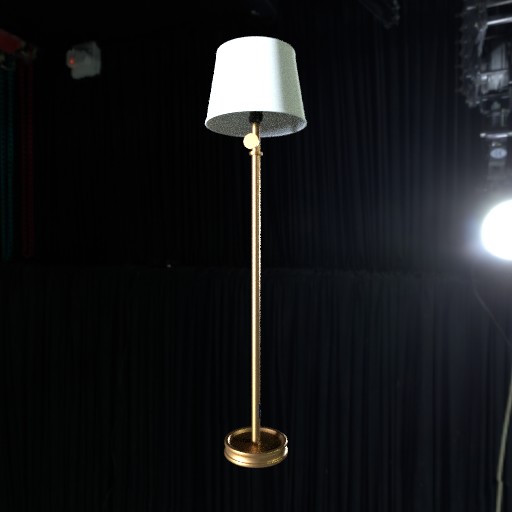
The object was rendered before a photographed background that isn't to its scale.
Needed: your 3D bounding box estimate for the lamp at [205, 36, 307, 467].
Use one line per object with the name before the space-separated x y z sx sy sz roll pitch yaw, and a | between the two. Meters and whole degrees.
lamp | 0.000 0.000 0.792 0.178 0.710 0.178 0 2 0
